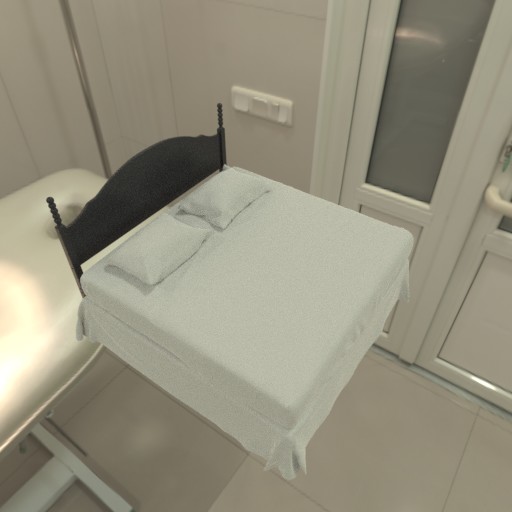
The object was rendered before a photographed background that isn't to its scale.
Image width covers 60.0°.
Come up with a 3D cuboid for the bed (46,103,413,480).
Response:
[{"bbox_3d":[0.000,0.000,3.589,2.219,1.355,2.322,25,48,25],"label":"bed"}]
